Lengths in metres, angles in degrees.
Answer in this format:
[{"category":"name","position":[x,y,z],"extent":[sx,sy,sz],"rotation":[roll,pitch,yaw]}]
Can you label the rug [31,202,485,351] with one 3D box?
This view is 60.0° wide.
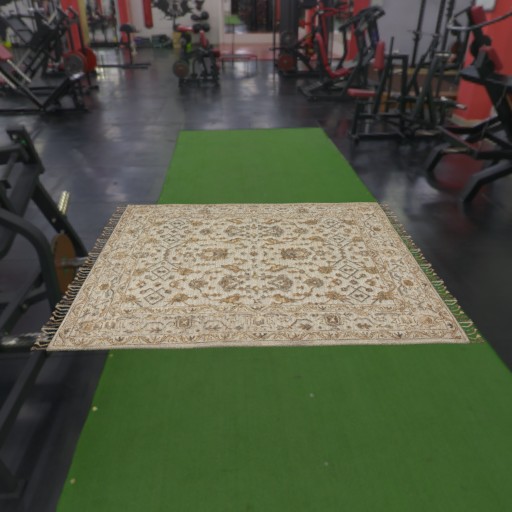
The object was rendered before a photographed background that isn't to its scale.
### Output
[{"category":"rug","position":[0.000,0.000,3.993],"extent":[3.061,0.034,2.426],"rotation":[-1,30,-1]}]
